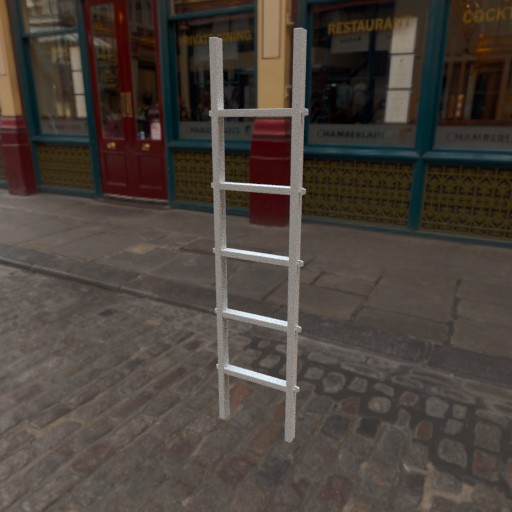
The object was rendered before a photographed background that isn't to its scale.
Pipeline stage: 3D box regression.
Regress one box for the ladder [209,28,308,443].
[{"bbox_3d":[0.000,0.000,1.976,0.452,1.797,0.051,9,19,27],"label":"ladder"}]
